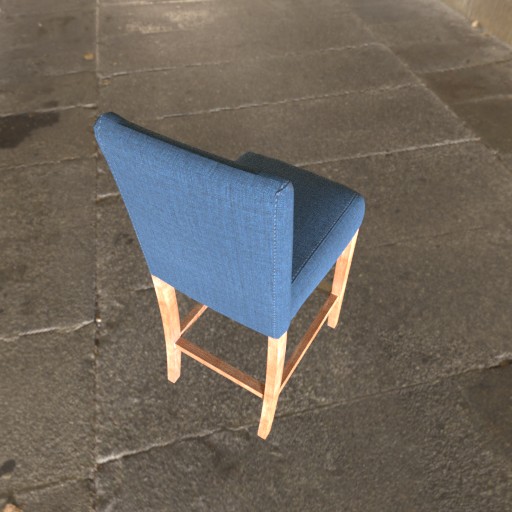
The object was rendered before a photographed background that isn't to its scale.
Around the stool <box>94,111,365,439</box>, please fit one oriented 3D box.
[{"bbox_3d":[0.000,0.000,1.309,0.454,1.039,0.567,24,52,21],"label":"stool"}]
